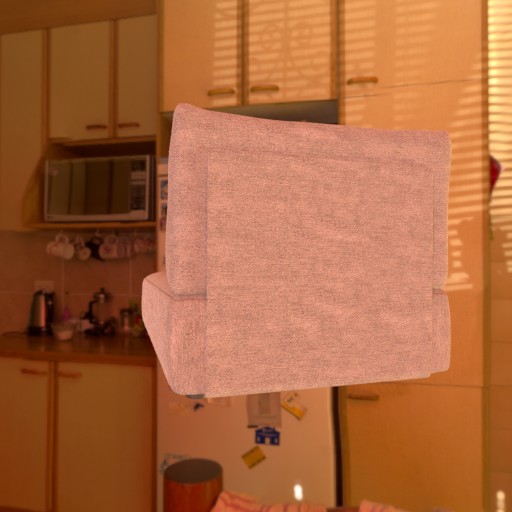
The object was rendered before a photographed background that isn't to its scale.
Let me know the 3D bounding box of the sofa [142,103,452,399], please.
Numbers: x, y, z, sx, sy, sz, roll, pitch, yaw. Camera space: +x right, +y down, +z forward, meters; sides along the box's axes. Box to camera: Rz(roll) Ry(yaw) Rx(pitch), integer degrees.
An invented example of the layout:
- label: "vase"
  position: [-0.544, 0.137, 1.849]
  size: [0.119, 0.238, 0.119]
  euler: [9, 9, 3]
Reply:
- label: "sofa"
  position: [0.000, 0.000, 1.977]
  size: [0.930, 0.820, 1.450]
  euler: [0, -1, -17]
